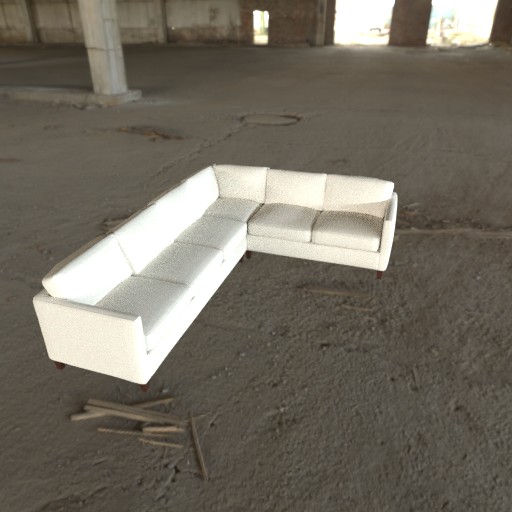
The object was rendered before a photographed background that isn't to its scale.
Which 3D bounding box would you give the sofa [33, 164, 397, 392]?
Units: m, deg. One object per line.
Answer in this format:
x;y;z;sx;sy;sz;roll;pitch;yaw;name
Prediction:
0.000;0.000;4.480;2.593;0.947;3.302;9;29;16;sofa
